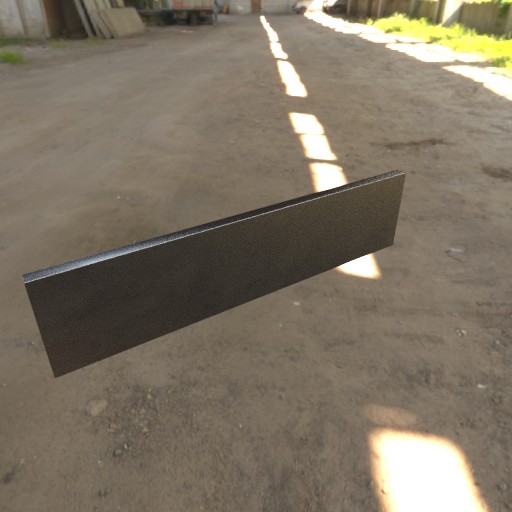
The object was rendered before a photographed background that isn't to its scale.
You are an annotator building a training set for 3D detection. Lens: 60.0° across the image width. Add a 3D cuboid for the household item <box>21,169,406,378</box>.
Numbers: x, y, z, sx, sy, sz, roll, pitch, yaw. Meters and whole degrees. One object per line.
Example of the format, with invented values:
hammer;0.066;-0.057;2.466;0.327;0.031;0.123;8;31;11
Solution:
household item;0.000;0.000;1.090;1.001;0.236;0.030;-19;36;-28
